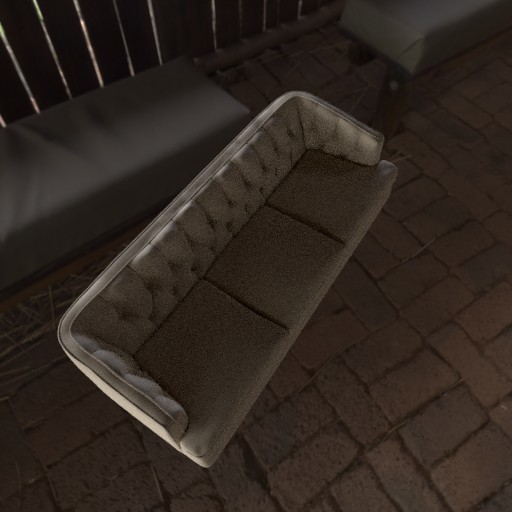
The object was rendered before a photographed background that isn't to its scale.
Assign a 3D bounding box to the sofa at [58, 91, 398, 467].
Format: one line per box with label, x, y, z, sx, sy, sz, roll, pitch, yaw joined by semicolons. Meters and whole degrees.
sofa;0.000;0.000;2.717;0.913;0.788;2.235;29;62;18
